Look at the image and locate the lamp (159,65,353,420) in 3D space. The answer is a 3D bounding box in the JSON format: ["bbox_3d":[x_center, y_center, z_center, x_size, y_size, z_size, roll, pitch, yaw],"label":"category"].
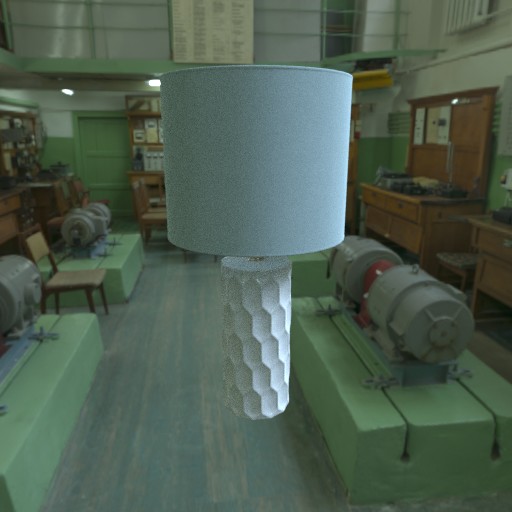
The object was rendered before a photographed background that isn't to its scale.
[{"bbox_3d":[0.000,0.000,0.717,0.277,0.534,0.277,-2,16,-9],"label":"lamp"}]
